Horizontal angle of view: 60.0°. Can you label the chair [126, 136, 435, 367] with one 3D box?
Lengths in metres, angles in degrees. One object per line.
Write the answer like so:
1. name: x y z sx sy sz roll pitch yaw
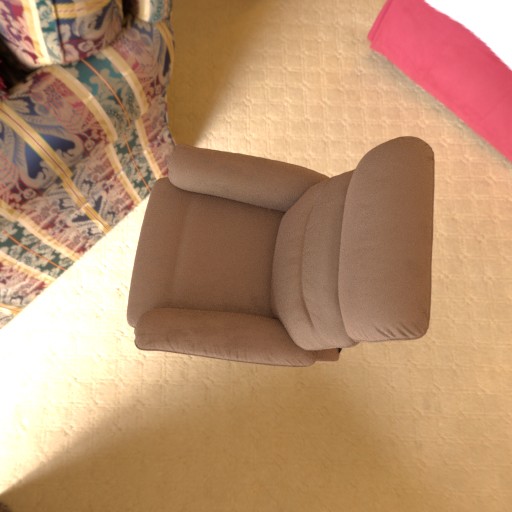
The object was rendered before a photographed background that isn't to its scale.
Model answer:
1. chair: 0.000 0.000 1.719 1.004 1.037 0.820 7 75 2
